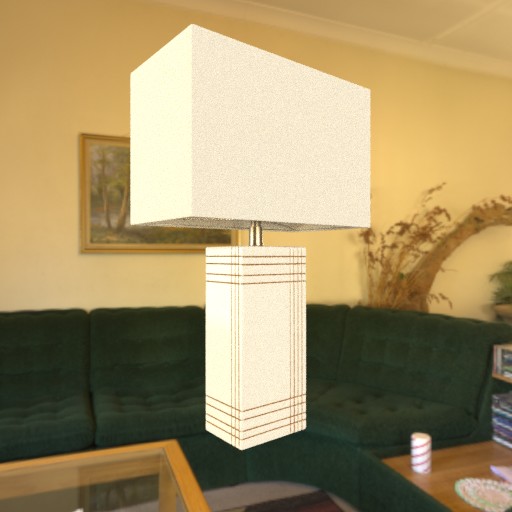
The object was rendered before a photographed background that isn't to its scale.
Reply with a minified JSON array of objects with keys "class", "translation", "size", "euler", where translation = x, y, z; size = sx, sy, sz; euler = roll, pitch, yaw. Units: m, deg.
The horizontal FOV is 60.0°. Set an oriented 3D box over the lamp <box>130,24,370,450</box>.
[{"class":"lamp","translation":[0.000,0.000,0.690],"size":[0.334,0.543,0.182],"euler":[0,0,-38]}]
